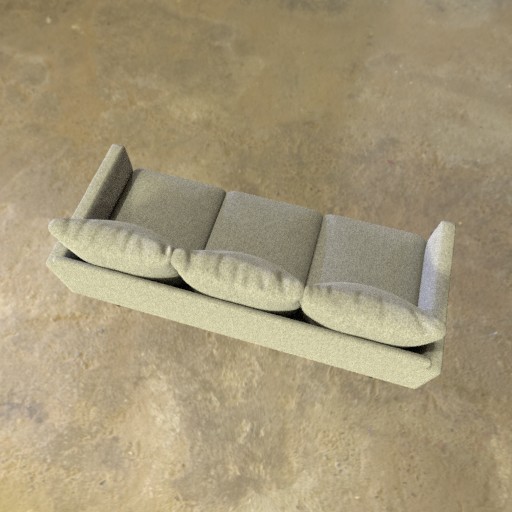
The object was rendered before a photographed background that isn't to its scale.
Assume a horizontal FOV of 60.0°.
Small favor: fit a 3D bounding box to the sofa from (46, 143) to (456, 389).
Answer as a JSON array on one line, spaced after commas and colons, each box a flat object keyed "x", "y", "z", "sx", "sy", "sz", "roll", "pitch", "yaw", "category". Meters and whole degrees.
[{"x": 0.000, "y": 0.000, "z": 2.451, "sx": 2.000, "sy": 0.830, "sz": 0.850, "roll": 14, "pitch": 64, "yaw": 7, "category": "sofa"}]
